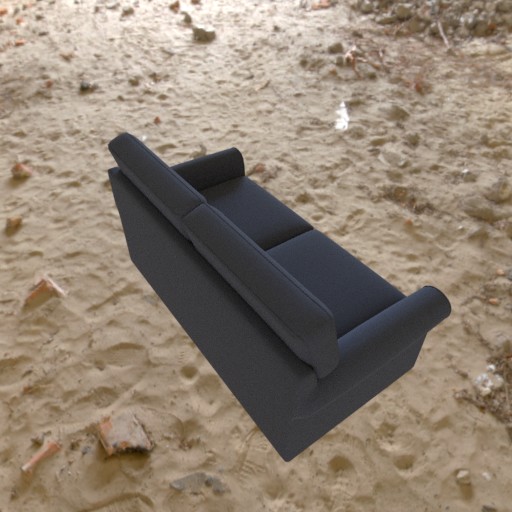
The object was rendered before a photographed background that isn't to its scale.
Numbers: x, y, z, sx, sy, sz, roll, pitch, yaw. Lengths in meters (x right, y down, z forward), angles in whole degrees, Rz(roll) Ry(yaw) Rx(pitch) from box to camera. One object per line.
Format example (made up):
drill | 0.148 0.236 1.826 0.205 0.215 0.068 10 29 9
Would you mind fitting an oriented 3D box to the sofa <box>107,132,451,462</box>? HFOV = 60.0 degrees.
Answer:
sofa | 0.000 0.000 2.552 0.940 1.020 1.930 -26 48 -26
